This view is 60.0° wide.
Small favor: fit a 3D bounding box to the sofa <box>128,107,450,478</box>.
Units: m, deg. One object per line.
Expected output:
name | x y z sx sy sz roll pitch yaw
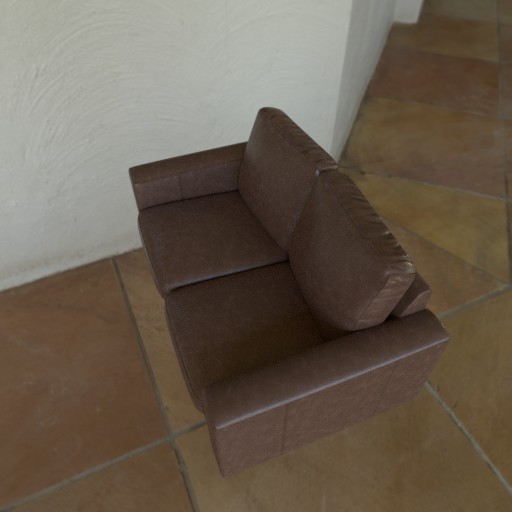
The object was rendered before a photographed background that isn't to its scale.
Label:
sofa | 0.000 0.000 2.205 1.016 0.873 1.616 -16 49 -15
